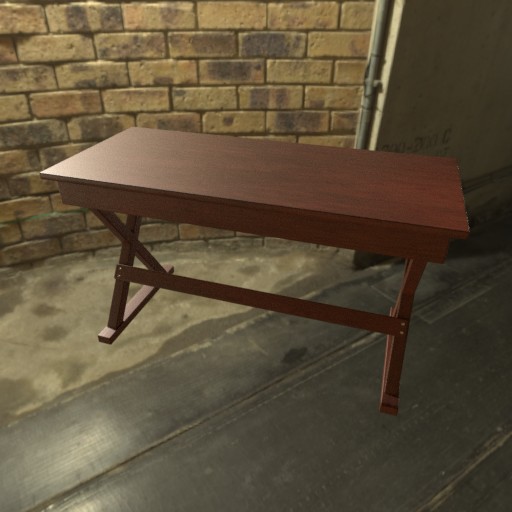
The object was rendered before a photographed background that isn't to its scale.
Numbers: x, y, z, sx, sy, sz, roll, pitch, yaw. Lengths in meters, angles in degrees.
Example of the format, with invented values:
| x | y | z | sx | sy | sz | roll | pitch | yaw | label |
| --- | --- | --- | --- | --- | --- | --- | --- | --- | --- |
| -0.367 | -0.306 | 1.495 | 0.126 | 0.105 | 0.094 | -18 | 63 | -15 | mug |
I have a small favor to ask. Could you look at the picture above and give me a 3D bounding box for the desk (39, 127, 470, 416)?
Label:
| x | y | z | sx | sy | sz | roll | pitch | yaw | label |
| --- | --- | --- | --- | --- | --- | --- | --- | --- | --- |
| 0.000 | 0.000 | 1.782 | 1.372 | 0.761 | 0.600 | 10 | 33 | 15 | desk |
